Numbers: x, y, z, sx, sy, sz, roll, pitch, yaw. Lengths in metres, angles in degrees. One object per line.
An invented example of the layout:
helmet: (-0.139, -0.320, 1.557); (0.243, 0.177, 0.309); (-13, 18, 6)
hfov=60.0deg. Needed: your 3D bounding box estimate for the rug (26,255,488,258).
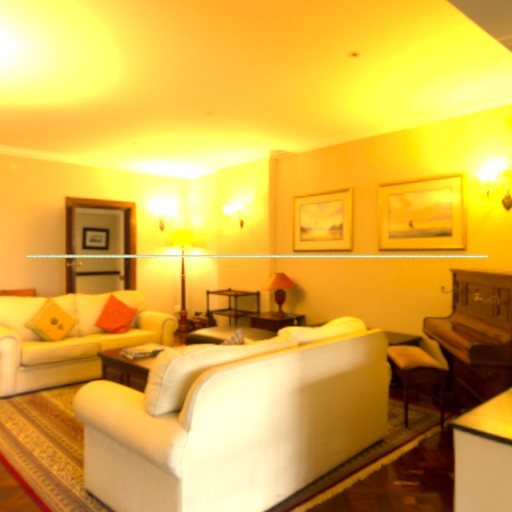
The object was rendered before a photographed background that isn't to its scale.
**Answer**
rug: (0.000, 0.000, 2.904); (2.205, 0.014, 1.589); (0, 0, -1)
